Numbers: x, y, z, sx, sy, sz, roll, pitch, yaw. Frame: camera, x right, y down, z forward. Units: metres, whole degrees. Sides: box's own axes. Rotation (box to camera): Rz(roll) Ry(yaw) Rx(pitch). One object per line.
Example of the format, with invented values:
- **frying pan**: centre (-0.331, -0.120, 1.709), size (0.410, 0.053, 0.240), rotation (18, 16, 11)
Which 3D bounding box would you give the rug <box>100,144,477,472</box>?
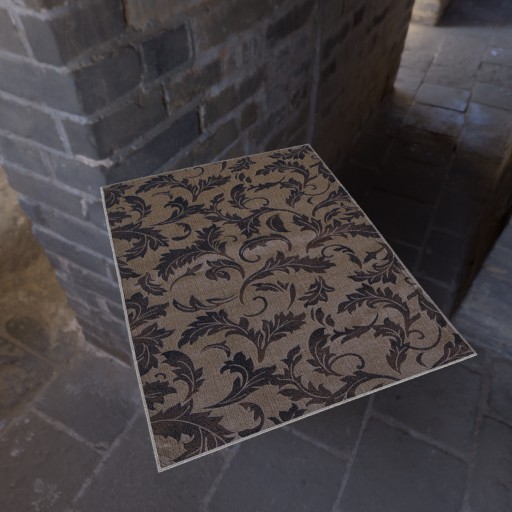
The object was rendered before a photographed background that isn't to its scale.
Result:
- **rug**: centre (0.000, 0.000, 3.925), size (2.380, 0.008, 2.977), rotation (-15, 49, -14)
